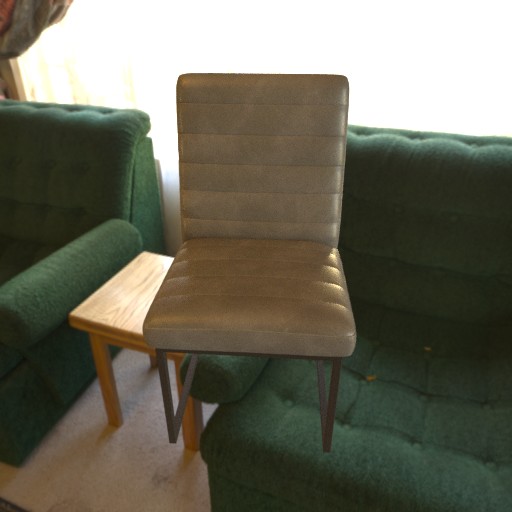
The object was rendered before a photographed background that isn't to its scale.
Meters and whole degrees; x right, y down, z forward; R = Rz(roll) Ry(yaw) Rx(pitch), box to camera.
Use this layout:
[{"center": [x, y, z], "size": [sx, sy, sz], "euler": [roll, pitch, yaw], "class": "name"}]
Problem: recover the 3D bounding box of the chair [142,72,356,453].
[{"center": [0.000, 0.000, 1.297], "size": [0.520, 0.930, 0.634], "euler": [2, 30, 3], "class": "chair"}]
